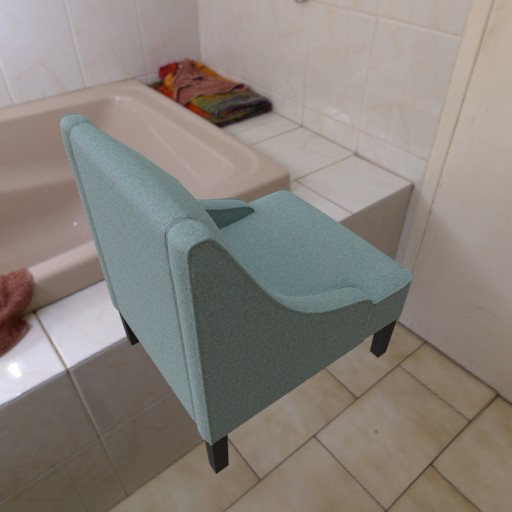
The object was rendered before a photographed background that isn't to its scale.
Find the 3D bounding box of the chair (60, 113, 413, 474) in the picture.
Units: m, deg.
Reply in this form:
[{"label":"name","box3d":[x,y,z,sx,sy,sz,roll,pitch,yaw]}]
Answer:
[{"label":"chair","box3d":[0.000,0.000,1.786,1.025,1.133,0.857,-26,47,-27]}]
